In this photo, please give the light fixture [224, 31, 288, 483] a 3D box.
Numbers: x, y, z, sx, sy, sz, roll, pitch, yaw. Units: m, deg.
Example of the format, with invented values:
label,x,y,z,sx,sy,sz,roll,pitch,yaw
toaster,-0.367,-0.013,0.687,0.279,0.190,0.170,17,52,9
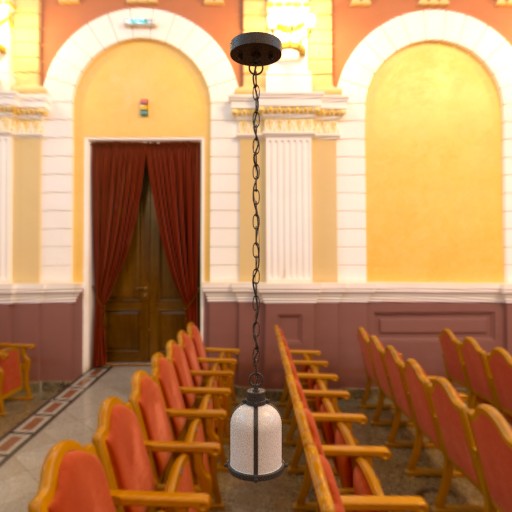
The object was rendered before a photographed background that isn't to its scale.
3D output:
label,x,y,z,sx,sy,sz,roll,pitch,yaw
light fixture,0.000,0.000,1.238,0.178,1.181,0.178,0,0,0
